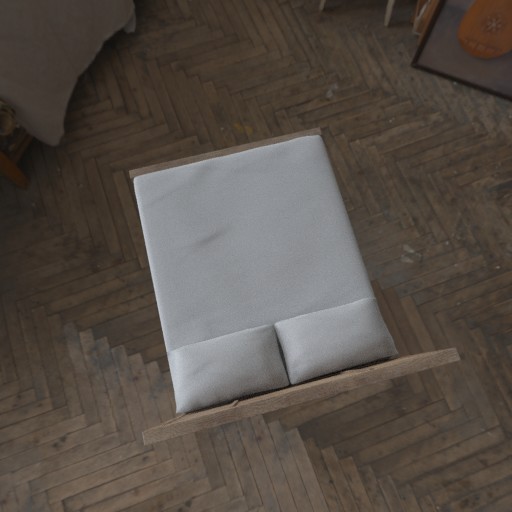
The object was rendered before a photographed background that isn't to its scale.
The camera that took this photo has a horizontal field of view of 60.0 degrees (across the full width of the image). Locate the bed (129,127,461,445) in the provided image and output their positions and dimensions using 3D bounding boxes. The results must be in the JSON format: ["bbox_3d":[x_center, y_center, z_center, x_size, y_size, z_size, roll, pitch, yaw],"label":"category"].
[{"bbox_3d":[0.000,0.000,3.218,1.615,1.631,2.017,-14,75,-4],"label":"bed"}]
